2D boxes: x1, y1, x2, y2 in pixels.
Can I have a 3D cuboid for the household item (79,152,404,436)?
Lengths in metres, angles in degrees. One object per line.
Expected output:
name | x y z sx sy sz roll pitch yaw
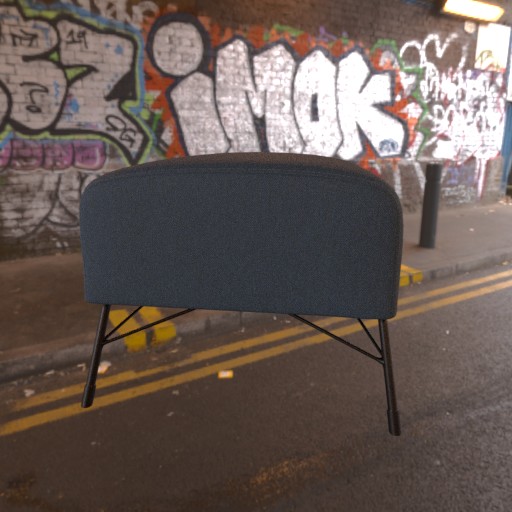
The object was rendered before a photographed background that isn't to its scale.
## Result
household item | 0.000 0.000 0.919 0.530 0.420 0.530 2 14 8
